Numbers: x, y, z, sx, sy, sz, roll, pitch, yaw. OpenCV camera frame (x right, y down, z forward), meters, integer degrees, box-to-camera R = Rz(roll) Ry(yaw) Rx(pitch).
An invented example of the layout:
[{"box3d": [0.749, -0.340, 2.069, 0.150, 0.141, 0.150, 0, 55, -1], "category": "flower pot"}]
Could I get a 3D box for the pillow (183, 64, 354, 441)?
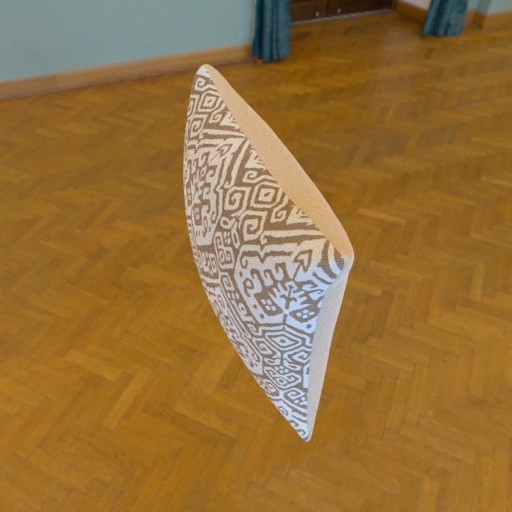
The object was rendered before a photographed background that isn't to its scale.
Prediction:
[{"box3d": [0.000, 0.000, 0.653, 0.173, 0.407, 0.419, -16, 49, -14], "category": "pillow"}]
